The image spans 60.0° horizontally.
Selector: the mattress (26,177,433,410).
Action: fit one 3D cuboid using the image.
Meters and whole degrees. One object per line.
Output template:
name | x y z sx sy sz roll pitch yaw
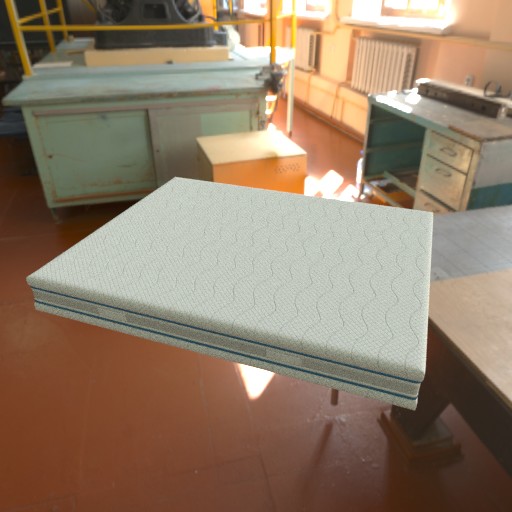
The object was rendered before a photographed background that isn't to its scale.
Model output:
mattress | 0.000 0.000 2.731 2.000 0.230 1.600 11 32 17
